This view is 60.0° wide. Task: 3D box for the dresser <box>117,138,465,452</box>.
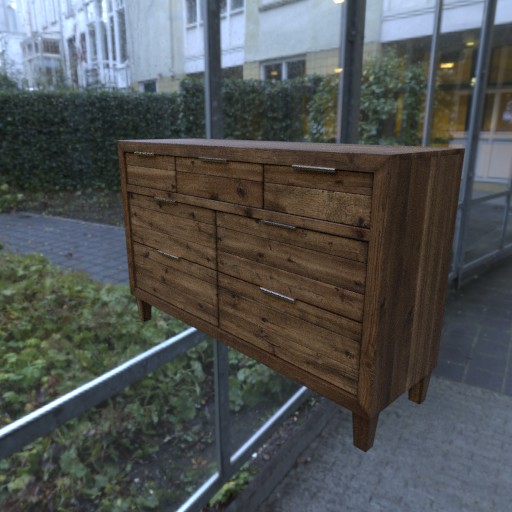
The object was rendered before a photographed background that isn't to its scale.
[{"bbox_3d":[0.000,0.000,1.812,0.438,0.892,1.387,-15,22,-42],"label":"dresser"}]
